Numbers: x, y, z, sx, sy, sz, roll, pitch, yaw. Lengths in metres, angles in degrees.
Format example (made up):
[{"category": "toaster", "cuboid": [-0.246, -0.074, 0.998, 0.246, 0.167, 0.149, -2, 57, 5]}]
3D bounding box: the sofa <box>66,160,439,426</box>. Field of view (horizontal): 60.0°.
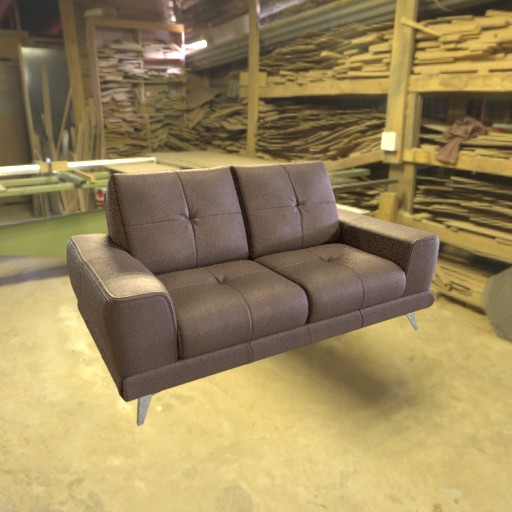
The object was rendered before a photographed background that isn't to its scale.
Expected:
[{"category": "sofa", "cuboid": [0.000, 0.000, 2.401, 1.806, 0.907, 1.018, -10, 20, -29]}]
